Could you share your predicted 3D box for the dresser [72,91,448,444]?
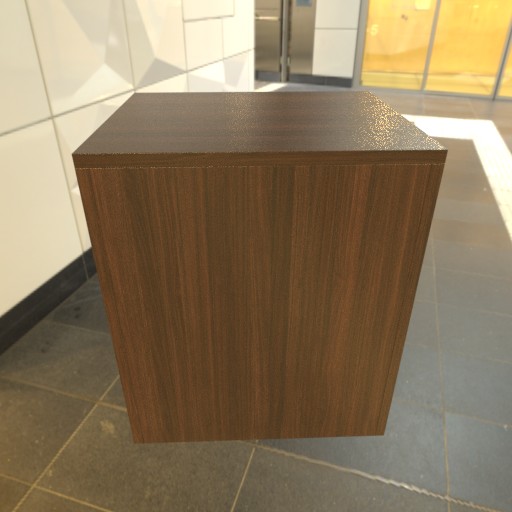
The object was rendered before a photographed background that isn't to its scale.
[{"bbox_3d":[0.000,0.000,0.744,0.400,0.470,0.360,-1,31,-2],"label":"dresser"}]
